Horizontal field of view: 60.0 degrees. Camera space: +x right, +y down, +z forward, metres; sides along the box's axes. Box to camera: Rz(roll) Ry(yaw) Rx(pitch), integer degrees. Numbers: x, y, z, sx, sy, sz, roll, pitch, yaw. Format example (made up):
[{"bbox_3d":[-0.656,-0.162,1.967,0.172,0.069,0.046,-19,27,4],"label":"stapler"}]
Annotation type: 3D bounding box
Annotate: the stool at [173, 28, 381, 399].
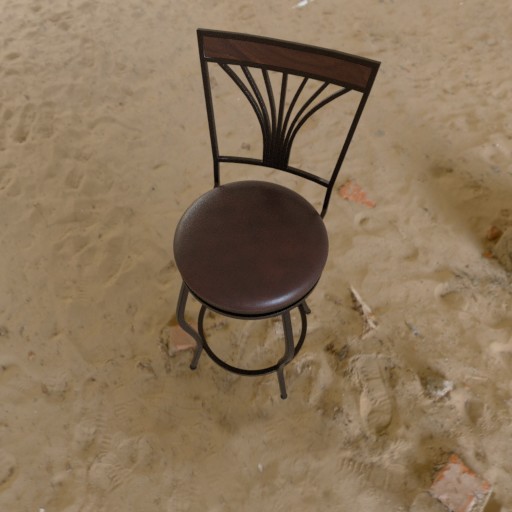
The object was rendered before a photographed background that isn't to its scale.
[{"bbox_3d":[0.000,0.000,1.360,0.433,1.117,0.514,15,59,9],"label":"stool"}]
